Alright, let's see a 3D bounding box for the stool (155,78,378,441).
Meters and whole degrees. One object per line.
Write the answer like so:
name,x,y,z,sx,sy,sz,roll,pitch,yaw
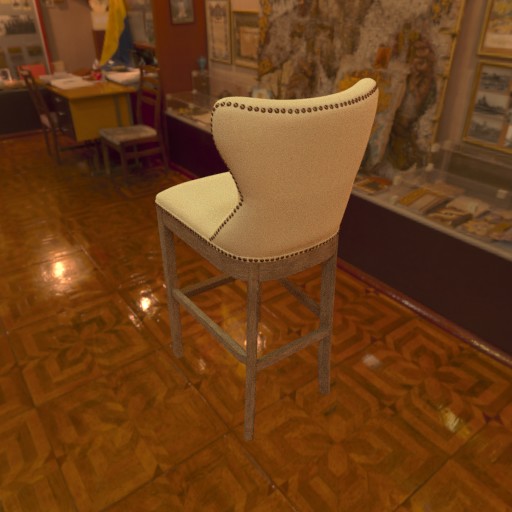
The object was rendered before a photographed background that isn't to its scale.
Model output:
stool,0.000,0.000,1.467,0.494,1.123,0.606,-20,36,-29
